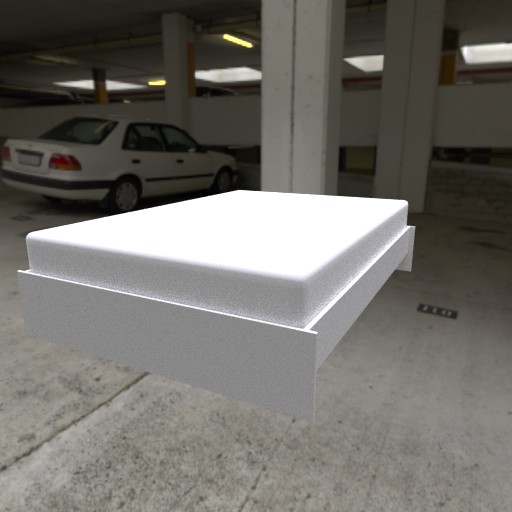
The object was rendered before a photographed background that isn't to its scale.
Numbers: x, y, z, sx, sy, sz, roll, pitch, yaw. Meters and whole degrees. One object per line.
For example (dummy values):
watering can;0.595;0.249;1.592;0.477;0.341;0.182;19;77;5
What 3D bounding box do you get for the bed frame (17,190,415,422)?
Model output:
bed frame;0.000;0.000;2.550;1.445;0.497;1.945;8;17;27
